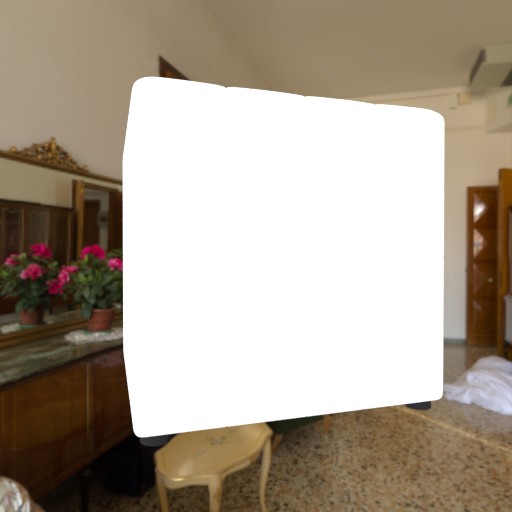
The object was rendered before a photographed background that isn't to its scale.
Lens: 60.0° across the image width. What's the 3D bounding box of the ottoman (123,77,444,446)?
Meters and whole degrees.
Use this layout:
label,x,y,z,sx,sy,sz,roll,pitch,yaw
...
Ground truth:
label,x,y,z,sx,sy,sz,roll,pitch,yaw
ottoman,0.000,0.000,0.759,0.425,0.432,0.425,0,1,-18
